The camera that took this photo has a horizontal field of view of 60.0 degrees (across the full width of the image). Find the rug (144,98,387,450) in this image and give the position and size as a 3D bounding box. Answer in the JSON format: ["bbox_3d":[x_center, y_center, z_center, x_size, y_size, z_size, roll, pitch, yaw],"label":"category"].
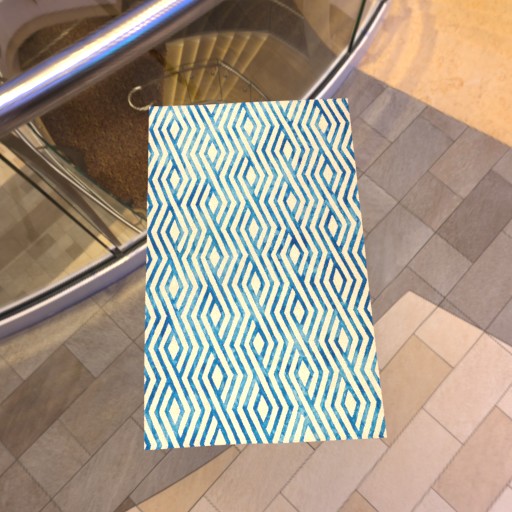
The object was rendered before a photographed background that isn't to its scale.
[{"bbox_3d":[0.000,0.000,3.090,1.531,0.008,2.439,-3,75,-1],"label":"rug"}]
